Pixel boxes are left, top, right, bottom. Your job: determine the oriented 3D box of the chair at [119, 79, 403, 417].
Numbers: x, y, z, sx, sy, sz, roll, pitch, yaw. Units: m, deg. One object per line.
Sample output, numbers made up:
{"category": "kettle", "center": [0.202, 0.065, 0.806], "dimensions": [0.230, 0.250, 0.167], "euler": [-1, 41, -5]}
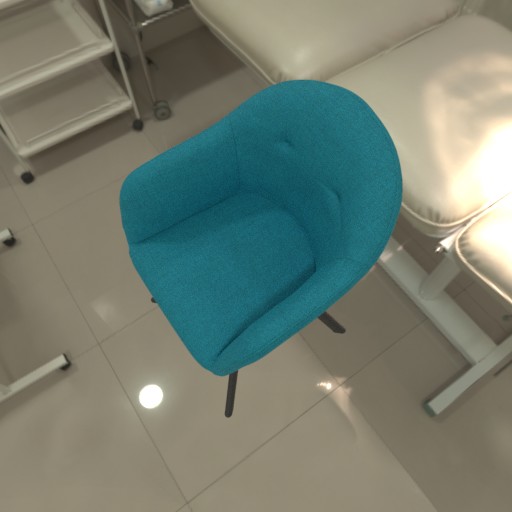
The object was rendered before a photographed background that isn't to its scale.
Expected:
{"category": "chair", "center": [0.000, 0.000, 1.181], "dimensions": [0.565, 0.775, 0.545], "euler": [-32, 67, -15]}
